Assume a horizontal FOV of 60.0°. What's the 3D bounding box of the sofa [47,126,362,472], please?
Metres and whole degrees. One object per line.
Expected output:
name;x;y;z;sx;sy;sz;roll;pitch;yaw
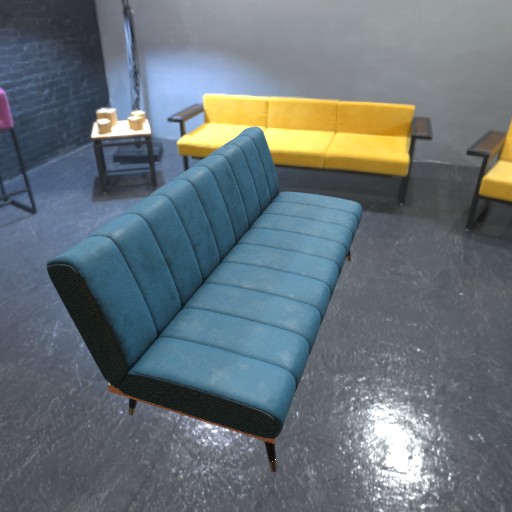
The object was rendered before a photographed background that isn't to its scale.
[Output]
sofa;0.000;0.000;2.254;0.830;0.825;1.810;11;32;17
